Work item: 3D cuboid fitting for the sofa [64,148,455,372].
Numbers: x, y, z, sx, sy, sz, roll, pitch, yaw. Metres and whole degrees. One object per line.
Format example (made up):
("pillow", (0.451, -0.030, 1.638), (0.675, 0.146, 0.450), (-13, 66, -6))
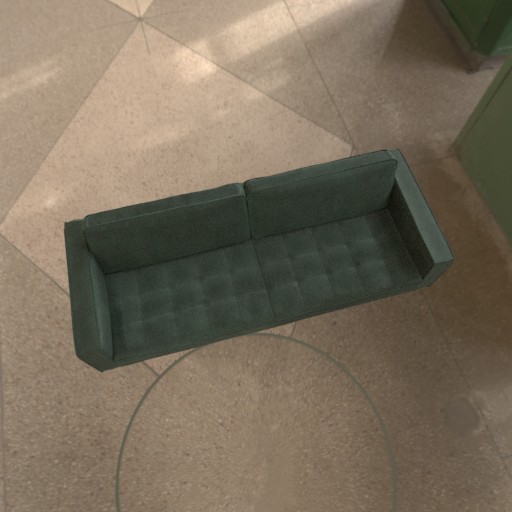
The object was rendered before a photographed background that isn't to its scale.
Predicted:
("sofa", (0.000, 0.000, 2.791), (2.214, 0.781, 0.886), (-14, 65, -6))
